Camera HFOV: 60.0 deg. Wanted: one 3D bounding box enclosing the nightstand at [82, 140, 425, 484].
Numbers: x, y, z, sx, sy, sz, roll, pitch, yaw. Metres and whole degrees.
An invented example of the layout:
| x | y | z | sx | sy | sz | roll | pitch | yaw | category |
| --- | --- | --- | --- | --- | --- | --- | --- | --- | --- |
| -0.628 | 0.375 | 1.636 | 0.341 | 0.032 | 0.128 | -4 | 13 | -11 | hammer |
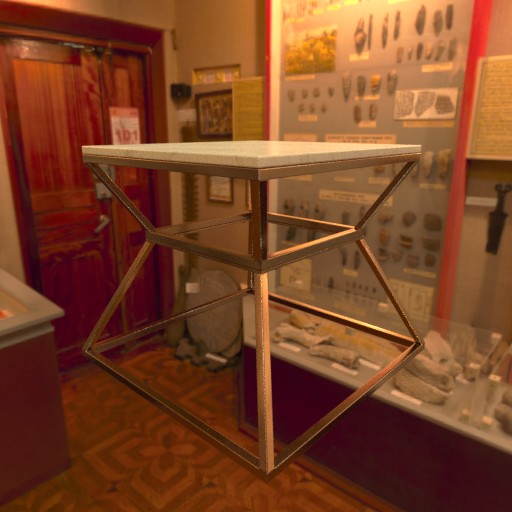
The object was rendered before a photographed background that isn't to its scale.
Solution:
| x | y | z | sx | sy | sz | roll | pitch | yaw | category |
| --- | --- | --- | --- | --- | --- | --- | --- | --- | --- |
| 0.000 | 0.000 | 0.881 | 0.514 | 0.426 | 0.513 | 14 | 22 | 41 | nightstand |
